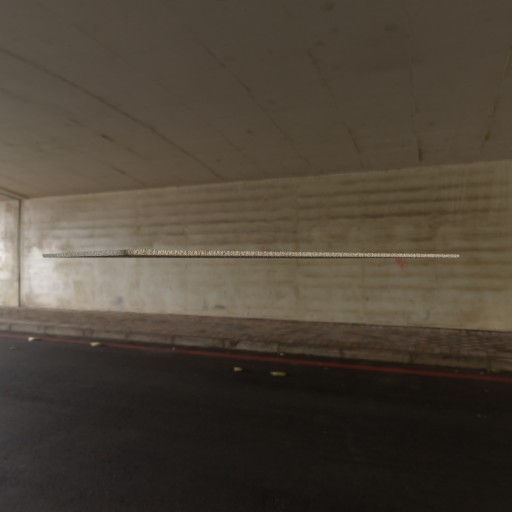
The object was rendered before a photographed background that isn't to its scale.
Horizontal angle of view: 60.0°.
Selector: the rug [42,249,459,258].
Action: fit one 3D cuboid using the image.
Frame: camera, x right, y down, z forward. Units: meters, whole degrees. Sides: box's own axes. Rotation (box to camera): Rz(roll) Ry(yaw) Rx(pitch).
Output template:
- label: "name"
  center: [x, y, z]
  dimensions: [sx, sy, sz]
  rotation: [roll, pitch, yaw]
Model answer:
- label: "rug"
  center: [0.000, 0.000, 3.410]
  dimensions: [2.698, 0.025, 1.798]
  rotation: [0, -1, -36]
